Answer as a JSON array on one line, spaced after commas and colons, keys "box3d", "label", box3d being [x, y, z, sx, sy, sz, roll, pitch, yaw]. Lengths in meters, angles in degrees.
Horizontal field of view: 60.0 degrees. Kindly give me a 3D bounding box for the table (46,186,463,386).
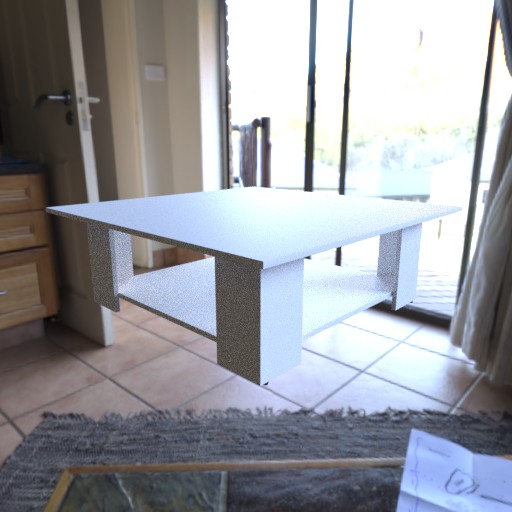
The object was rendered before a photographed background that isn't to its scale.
[{"box3d": [0.000, 0.000, 1.374, 0.890, 0.305, 0.890, 14, 20, 42], "label": "table"}]
